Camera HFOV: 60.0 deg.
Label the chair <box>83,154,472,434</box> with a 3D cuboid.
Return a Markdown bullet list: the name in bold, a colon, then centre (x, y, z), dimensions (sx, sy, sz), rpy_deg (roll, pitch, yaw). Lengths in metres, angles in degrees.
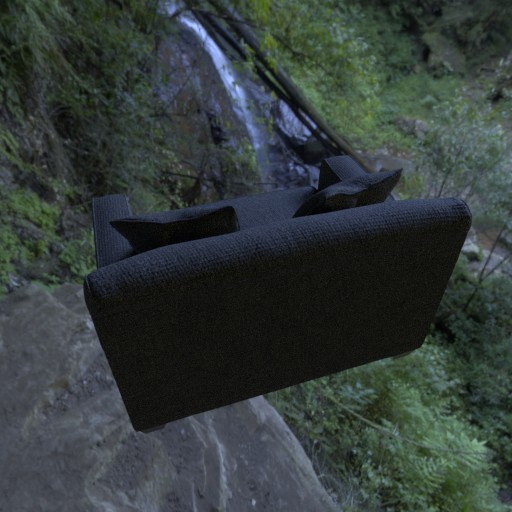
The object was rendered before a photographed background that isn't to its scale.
- **chair**: centre (0.000, 0.000, 2.064), dimensions (1.383, 0.948, 1.000), rpy_deg (-12, 43, -13)
